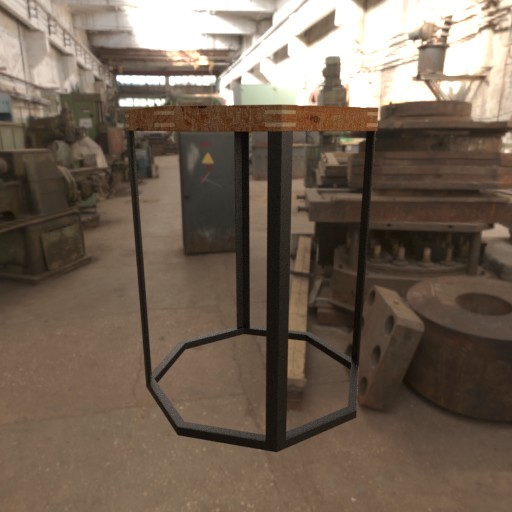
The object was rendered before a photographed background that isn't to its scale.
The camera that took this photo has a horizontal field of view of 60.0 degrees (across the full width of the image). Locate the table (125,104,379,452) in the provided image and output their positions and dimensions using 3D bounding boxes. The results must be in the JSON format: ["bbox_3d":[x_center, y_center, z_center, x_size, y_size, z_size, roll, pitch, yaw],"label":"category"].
[{"bbox_3d":[0.000,0.000,0.872,0.458,0.543,0.458,-2,16,-8],"label":"table"}]
